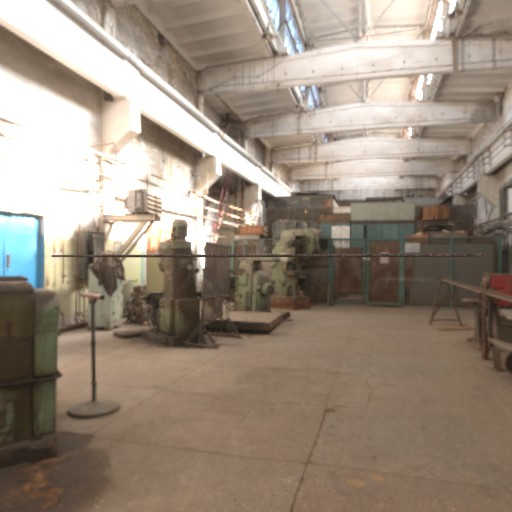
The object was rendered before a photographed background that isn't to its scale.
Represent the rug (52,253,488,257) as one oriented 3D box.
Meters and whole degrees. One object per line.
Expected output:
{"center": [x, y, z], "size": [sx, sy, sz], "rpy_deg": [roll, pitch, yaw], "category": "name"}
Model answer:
{"center": [0.000, 0.000, 2.564], "size": [2.296, 0.011, 0.691], "rpy_deg": [0, 0, 18], "category": "rug"}
